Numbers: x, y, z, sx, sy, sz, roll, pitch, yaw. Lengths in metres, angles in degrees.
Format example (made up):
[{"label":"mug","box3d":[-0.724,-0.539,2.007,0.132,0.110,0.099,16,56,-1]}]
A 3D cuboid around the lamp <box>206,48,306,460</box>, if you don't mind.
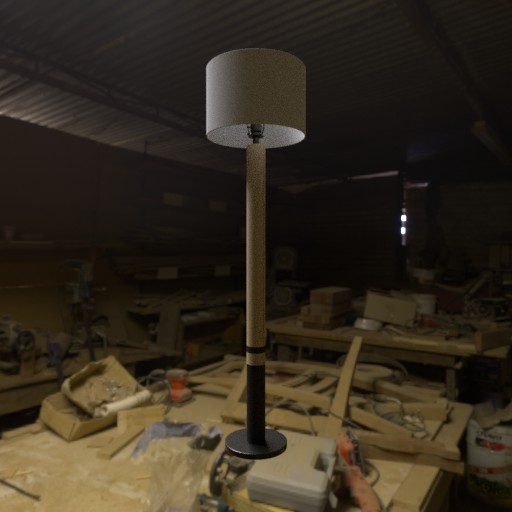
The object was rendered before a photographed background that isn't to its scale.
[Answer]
[{"label":"lamp","box3d":[0.000,0.000,1.720,0.381,1.478,0.381,1,1,35]}]
